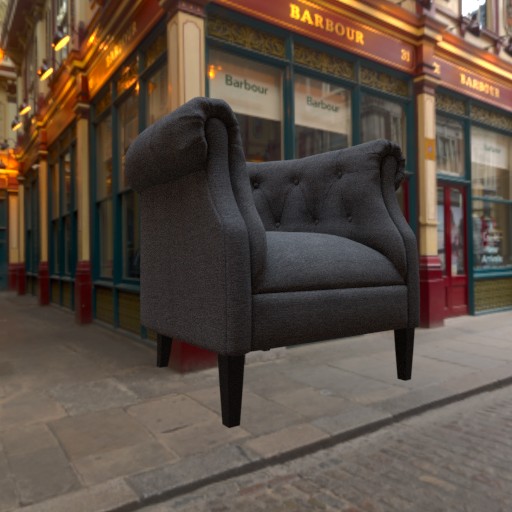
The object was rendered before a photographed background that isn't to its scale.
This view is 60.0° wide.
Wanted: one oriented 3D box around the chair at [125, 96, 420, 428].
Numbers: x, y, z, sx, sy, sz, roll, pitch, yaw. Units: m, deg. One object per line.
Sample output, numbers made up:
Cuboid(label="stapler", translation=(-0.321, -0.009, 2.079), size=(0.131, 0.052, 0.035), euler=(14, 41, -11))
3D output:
Cuboid(label="chair", translation=(0.000, 0.000, 1.587), size=(0.905, 0.827, 0.852), euler=(0, 0, -36))
